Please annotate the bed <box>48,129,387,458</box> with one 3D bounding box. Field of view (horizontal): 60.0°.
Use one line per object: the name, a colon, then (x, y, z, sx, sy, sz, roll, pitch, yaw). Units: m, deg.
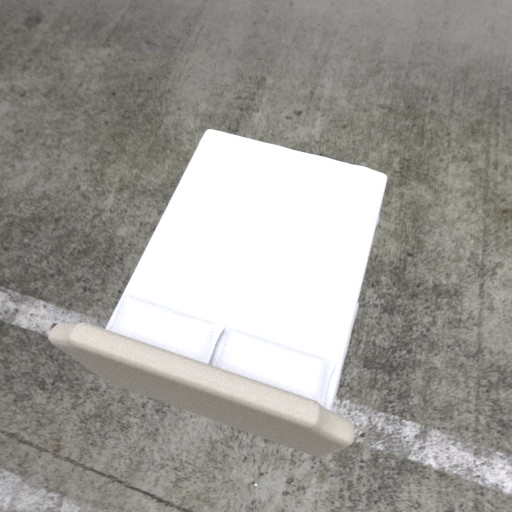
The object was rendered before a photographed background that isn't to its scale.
bed: (0.000, 0.000, 3.106, 1.693, 1.290, 2.116, 16, 64, 8)
